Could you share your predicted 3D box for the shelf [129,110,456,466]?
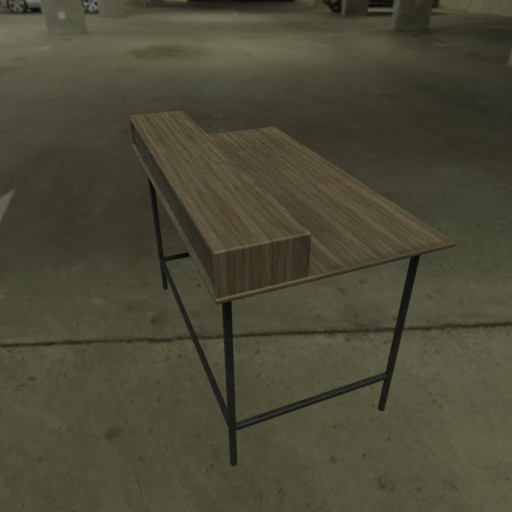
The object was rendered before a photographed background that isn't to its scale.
[{"bbox_3d":[0.000,0.000,1.737,0.685,0.865,1.212,-12,34,-19],"label":"shelf"}]
